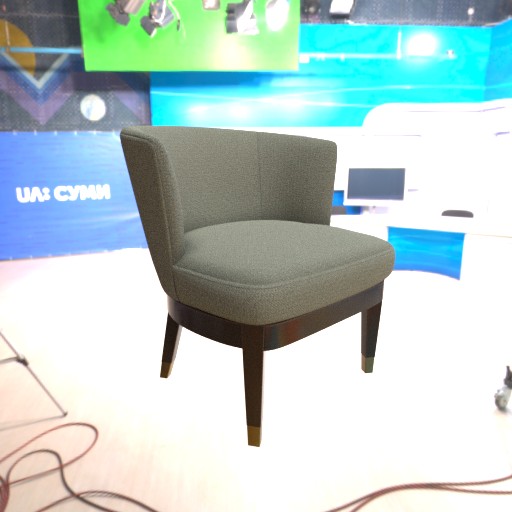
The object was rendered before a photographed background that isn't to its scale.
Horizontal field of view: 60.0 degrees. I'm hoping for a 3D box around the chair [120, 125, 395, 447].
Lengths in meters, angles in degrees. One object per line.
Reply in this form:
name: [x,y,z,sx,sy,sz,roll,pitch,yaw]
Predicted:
chair: [0.000,0.000,1.316,0.700,0.760,0.660,-13,19,-43]
